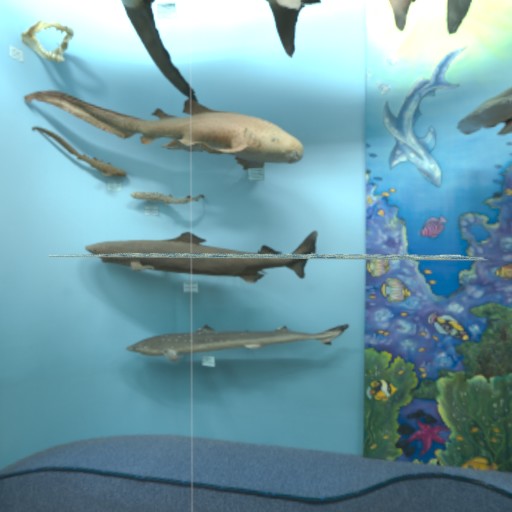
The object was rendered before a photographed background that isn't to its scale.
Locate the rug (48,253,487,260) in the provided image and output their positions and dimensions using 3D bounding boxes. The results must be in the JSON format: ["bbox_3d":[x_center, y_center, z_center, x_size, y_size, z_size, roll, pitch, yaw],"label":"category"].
[{"bbox_3d":[0.000,0.000,2.742,2.446,0.011,0.768,0,1,17],"label":"rug"}]
